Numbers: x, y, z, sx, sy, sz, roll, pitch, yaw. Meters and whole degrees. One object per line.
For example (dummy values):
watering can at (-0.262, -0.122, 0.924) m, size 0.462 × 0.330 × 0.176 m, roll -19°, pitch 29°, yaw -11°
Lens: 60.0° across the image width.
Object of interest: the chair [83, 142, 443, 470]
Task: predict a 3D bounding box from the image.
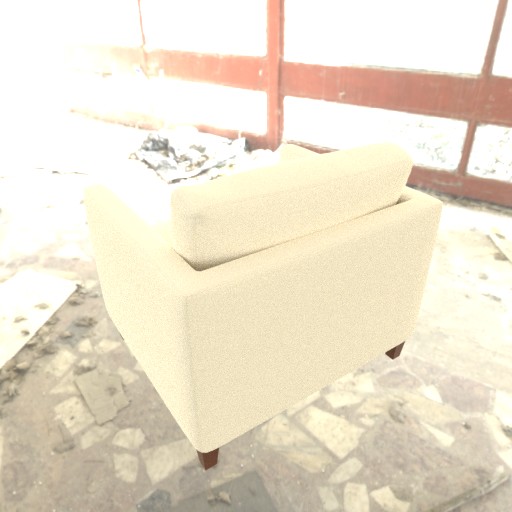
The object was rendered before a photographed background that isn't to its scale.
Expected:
chair at (0.000, 0.000, 1.695) m, size 1.019 × 0.885 × 0.878 m, roll -19°, pitch 35°, yaw -29°
